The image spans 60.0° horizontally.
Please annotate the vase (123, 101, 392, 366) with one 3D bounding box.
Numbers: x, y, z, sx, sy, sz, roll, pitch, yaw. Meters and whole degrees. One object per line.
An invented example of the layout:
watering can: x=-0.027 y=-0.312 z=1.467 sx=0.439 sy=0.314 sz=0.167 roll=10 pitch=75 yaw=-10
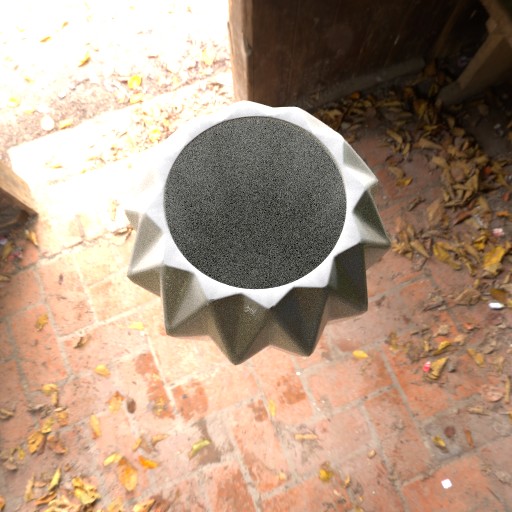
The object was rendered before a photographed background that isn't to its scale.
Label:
vase: x=0.000 y=0.000 z=0.398 sx=0.195 sy=0.275 sz=0.195 roll=0 pitch=76 yaw=0
